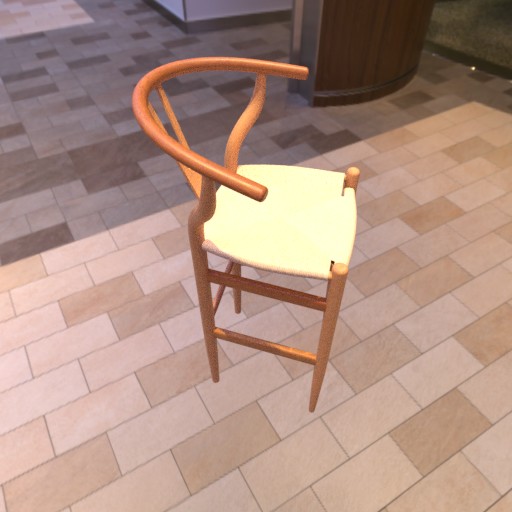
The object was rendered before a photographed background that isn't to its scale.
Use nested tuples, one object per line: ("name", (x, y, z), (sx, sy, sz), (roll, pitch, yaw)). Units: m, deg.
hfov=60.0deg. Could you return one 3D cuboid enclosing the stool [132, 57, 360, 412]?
("stool", (0.000, 0.000, 1.372), (0.561, 1.068, 0.574), (9, 47, 9))
